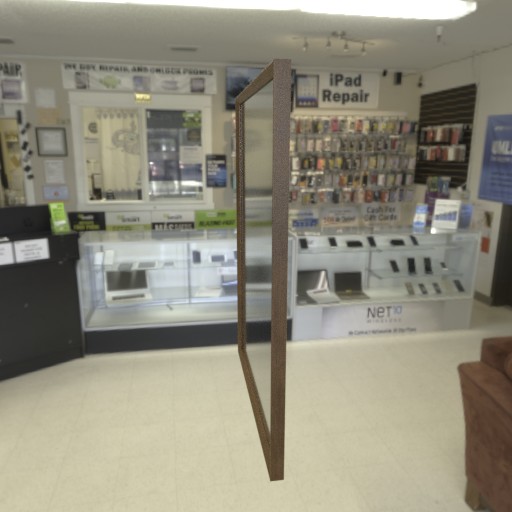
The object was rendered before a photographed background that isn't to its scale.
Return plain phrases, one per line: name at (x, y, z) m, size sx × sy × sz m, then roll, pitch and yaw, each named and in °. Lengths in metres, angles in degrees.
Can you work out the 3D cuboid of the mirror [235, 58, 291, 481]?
mirror at (0.000, 0.000, 1.395) m, size 0.041 × 1.016 × 0.762 m, roll -2°, pitch 14°, yaw -8°
